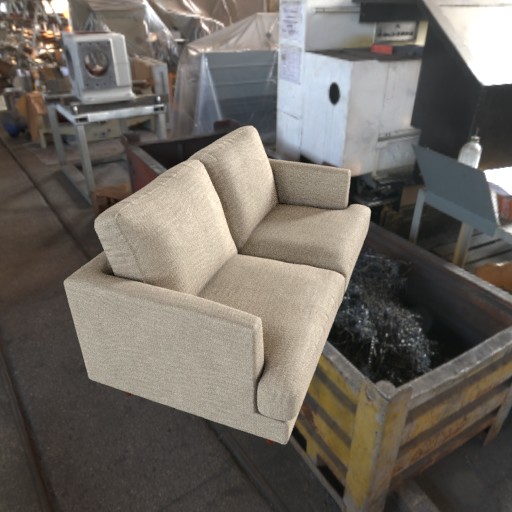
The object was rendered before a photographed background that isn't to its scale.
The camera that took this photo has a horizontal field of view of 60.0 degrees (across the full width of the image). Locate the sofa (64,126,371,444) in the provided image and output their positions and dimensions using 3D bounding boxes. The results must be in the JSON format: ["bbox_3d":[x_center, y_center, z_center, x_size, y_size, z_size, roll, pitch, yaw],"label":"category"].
[{"bbox_3d":[0.000,0.000,2.187,0.903,0.944,1.582,11,33,18],"label":"sofa"}]
